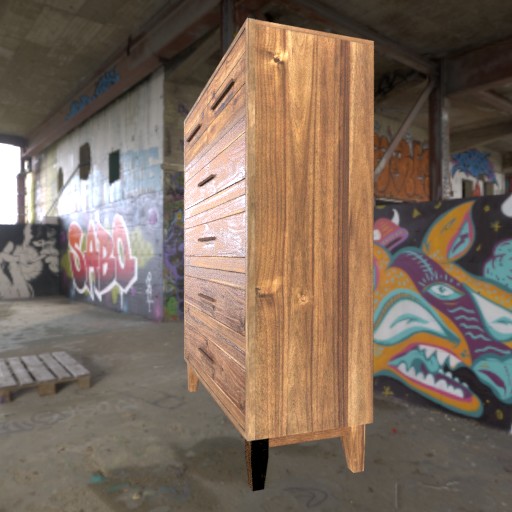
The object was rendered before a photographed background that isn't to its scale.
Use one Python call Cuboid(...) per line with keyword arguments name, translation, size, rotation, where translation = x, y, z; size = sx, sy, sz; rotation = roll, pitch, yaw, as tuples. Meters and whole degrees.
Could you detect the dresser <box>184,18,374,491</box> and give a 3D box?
Cuboid(name="dresser", translation=(0.000, 0.000, 1.864), size=(0.442, 1.393, 1.062), rotation=(0, 0, -19))
